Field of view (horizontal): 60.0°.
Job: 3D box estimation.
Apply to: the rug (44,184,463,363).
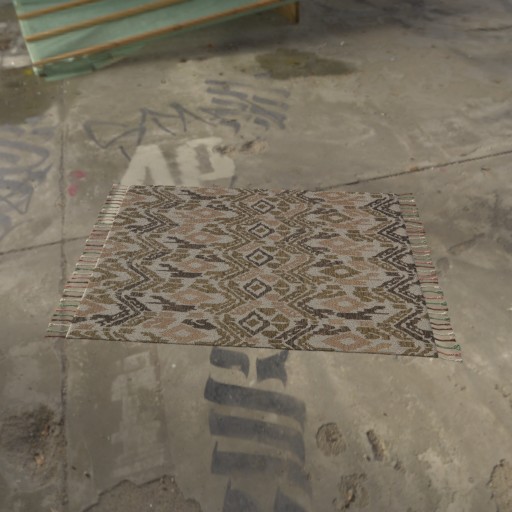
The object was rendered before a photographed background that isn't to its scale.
[{"bbox_3d":[0.000,0.000,3.060,2.438,0.008,1.524,2,46,2],"label":"rug"}]
